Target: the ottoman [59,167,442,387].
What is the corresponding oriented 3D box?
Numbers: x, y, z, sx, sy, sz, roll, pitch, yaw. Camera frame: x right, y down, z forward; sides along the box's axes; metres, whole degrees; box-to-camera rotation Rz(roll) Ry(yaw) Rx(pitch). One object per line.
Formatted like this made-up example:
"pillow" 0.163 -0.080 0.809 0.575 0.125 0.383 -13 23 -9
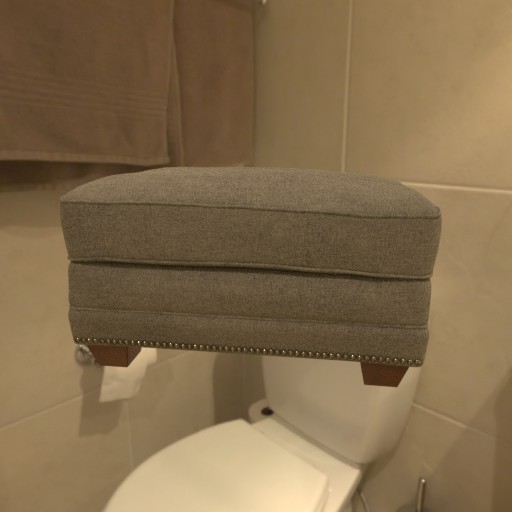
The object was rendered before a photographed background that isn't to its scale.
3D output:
"ottoman" 0.000 0.000 1.181 0.813 0.457 0.561 2 15 8
